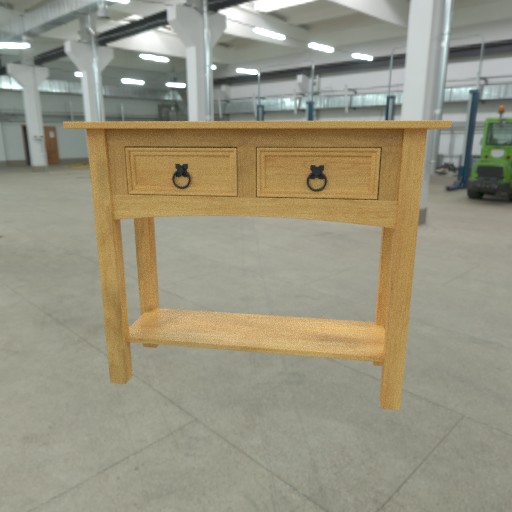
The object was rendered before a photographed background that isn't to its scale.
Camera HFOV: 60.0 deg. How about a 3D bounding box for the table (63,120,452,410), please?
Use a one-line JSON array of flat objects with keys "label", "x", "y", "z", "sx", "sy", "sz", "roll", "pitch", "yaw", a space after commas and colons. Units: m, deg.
[{"label": "table", "x": 0.000, "y": 0.000, "z": 1.266, "sx": 0.900, "sy": 0.728, "sz": 0.340, "roll": 2, "pitch": 15, "yaw": 9}]
